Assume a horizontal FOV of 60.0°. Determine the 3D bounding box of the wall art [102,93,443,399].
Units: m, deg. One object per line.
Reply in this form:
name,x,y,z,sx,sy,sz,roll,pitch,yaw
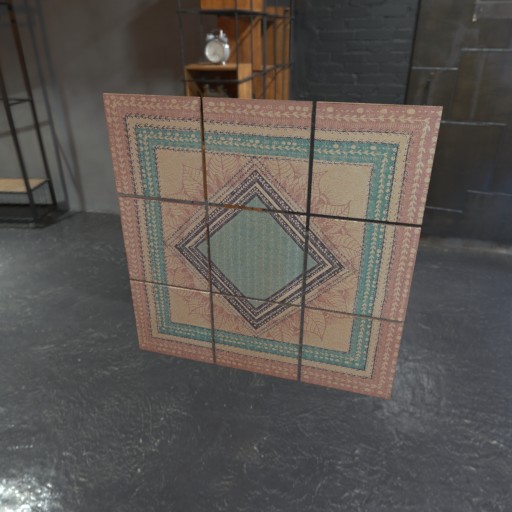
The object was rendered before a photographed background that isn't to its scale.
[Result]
wall art,0.000,0.000,1.808,1.215,1.213,0.013,8,28,15
